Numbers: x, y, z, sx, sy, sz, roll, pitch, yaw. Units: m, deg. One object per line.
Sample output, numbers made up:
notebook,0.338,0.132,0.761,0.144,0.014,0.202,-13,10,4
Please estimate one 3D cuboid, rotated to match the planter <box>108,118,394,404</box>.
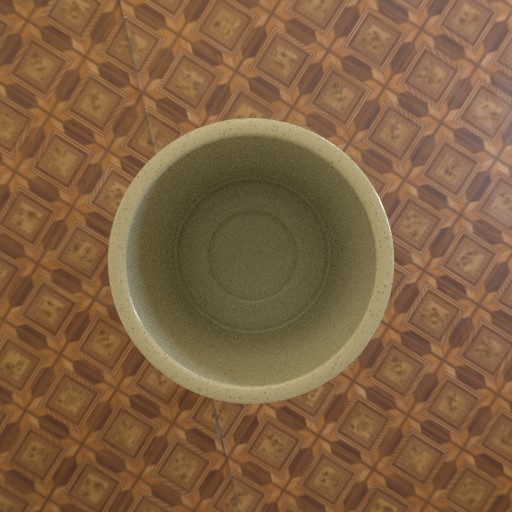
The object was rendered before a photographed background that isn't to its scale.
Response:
planter,0.000,0.000,0.554,0.243,0.390,0.234,0,92,0
